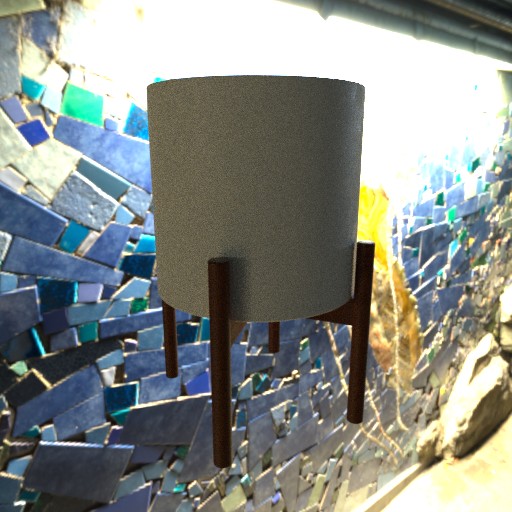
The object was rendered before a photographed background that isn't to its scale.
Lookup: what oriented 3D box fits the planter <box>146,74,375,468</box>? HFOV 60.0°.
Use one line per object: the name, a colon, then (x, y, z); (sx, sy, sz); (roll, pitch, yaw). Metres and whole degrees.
planter: (0.000, 0.000, 0.948); (0.417, 0.670, 0.417); (-7, 16, -26)
